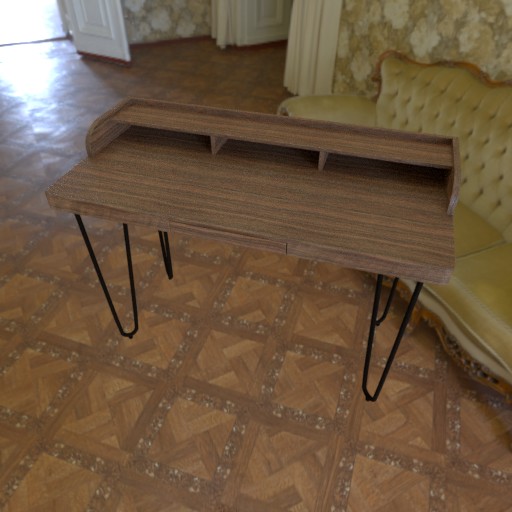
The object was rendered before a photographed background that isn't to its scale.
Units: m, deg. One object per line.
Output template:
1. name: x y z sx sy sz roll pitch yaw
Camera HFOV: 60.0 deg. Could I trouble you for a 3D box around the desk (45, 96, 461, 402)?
1. desk: 0.000 0.000 1.639 1.200 0.854 0.565 11 42 13
